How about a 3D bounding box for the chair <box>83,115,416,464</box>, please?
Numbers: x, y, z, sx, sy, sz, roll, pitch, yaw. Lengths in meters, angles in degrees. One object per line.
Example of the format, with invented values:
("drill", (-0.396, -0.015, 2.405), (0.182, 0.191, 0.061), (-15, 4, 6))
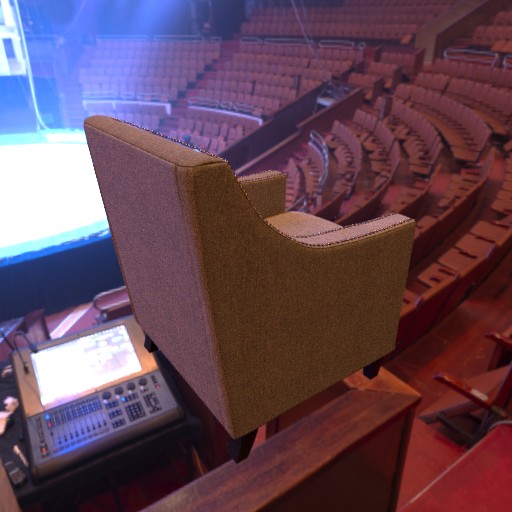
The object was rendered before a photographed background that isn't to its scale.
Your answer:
("chair", (0.000, 0.000, 1.610), (0.884, 0.967, 0.776), (-18, 31, -32))
